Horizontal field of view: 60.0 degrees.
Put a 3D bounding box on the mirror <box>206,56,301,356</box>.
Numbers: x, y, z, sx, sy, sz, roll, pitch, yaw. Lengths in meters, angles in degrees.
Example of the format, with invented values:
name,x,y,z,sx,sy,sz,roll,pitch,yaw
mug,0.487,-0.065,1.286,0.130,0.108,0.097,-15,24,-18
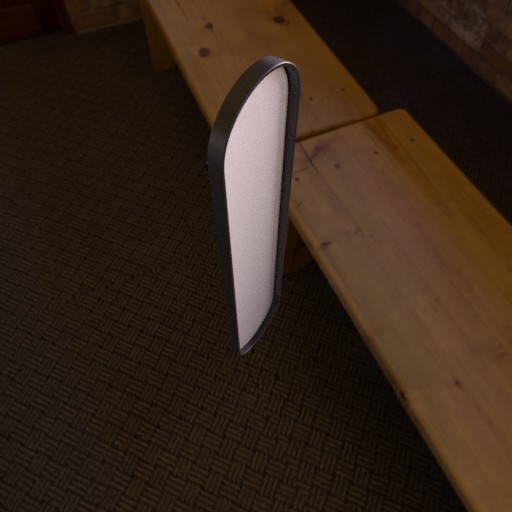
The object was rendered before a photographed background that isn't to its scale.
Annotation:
name,x,y,z,sx,sy,sz,roll,pitch,yaw
mirror,0.000,0.000,1.041,0.032,0.991,0.222,30,63,17
